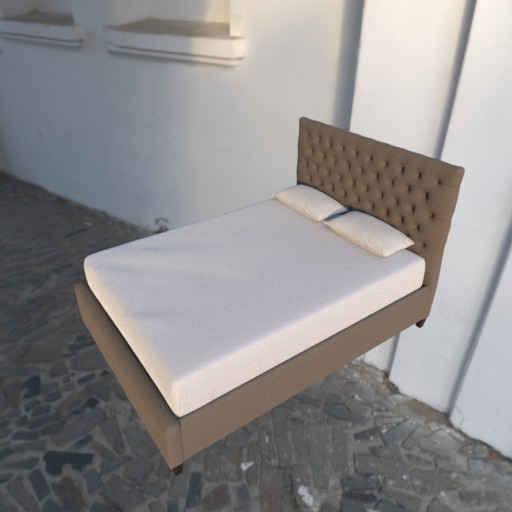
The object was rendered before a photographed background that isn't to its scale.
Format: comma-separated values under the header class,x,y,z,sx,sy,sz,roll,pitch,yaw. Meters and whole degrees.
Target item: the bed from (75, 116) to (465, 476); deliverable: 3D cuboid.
class,x,y,z,sx,sy,sz,roll,pitch,yaw
bed,0.000,0.000,3.390,2.387,1.427,1.698,-21,37,-30
